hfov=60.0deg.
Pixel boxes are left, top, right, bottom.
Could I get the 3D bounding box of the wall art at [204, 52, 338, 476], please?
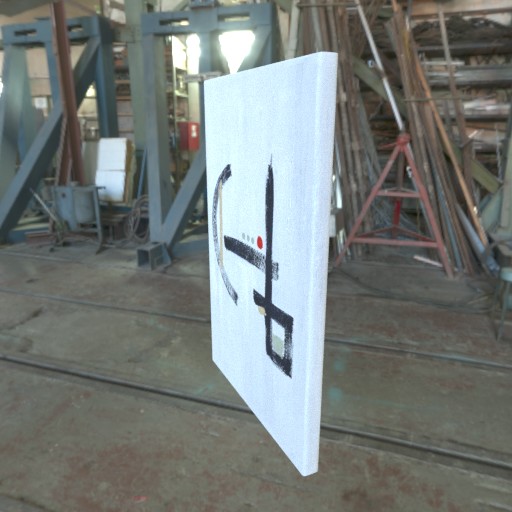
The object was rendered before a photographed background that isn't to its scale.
[{"bbox_3d":[0.000,0.000,1.175,0.048,0.916,0.602,-8,18,-25],"label":"wall art"}]
